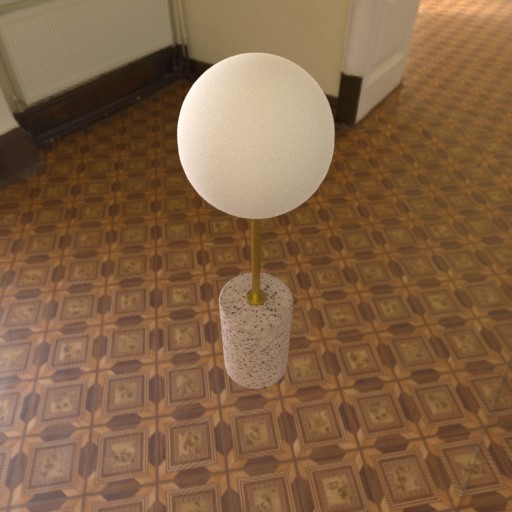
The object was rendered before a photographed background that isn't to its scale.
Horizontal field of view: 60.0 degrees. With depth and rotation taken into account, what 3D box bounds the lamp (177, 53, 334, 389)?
[{"bbox_3d":[0.000,0.000,0.552,0.153,0.480,0.153,0,45,0],"label":"lamp"}]
